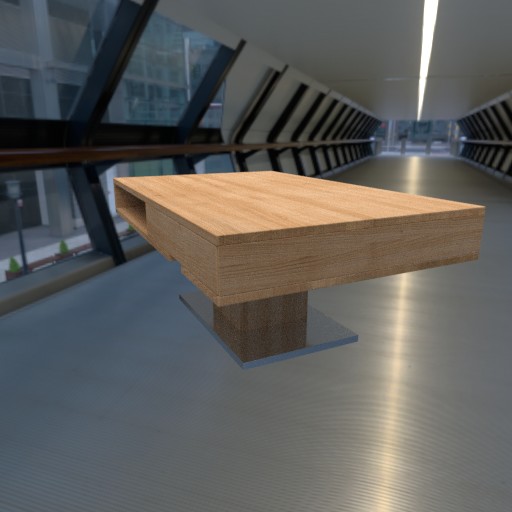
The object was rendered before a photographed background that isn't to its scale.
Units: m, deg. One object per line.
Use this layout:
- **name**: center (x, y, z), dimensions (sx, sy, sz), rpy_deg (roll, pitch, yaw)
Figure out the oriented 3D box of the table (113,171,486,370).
- **table**: center (0.000, 0.000, 1.459), dimensions (0.700, 0.440, 1.100), rpy_deg (-8, 18, -25)
